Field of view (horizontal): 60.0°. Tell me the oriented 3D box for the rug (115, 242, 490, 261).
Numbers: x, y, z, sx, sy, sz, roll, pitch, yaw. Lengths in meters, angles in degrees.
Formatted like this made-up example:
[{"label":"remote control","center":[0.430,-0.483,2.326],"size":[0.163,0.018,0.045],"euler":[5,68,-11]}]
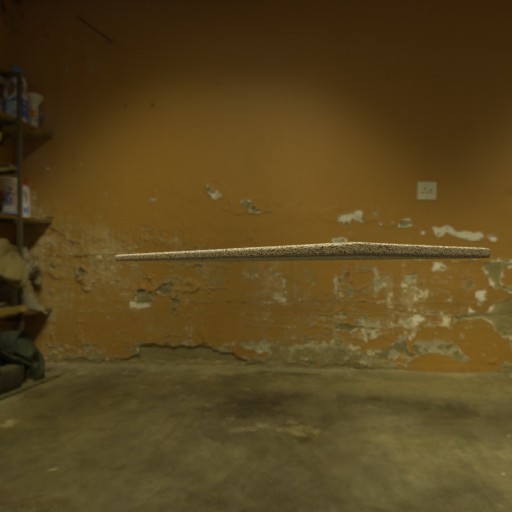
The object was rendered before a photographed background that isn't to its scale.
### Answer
[{"label":"rug","center":[0.000,0.000,1.738],"size":[0.609,0.030,1.524],"euler":[1,-1,-36]}]
